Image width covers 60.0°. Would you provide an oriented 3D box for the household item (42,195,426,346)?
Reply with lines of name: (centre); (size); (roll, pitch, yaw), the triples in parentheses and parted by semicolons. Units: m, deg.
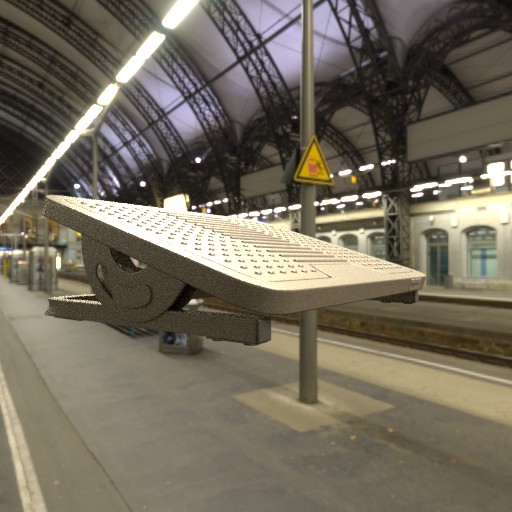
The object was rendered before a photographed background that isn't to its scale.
household item: (0.000, 0.000, 0.523); (0.301, 0.126, 0.390); (0, -1, 36)
